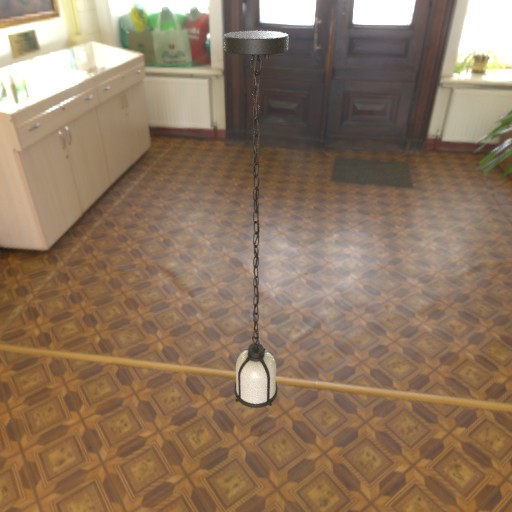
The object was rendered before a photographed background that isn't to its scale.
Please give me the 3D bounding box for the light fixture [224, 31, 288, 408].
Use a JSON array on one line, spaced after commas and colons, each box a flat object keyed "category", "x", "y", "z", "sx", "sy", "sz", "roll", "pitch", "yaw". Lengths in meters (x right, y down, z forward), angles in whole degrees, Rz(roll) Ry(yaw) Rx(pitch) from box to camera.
[{"category": "light fixture", "x": 0.000, "y": 0.000, "z": 1.313, "sx": 0.178, "sy": 1.181, "sz": 0.178, "roll": -22, "pitch": 39, "yaw": -30}]
